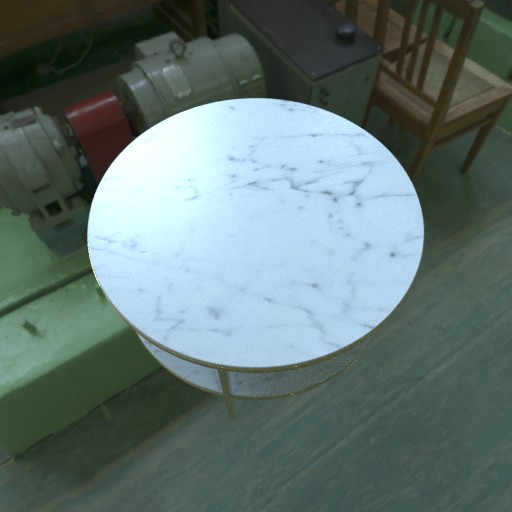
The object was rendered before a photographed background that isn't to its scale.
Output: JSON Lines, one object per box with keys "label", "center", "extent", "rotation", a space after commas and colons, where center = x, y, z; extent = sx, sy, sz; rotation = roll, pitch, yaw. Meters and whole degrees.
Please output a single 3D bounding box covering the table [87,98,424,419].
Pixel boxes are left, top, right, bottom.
{"label": "table", "center": [0.000, 0.000, 1.257], "extent": [0.800, 0.450, 0.800], "rotation": [0, 58, 0]}
